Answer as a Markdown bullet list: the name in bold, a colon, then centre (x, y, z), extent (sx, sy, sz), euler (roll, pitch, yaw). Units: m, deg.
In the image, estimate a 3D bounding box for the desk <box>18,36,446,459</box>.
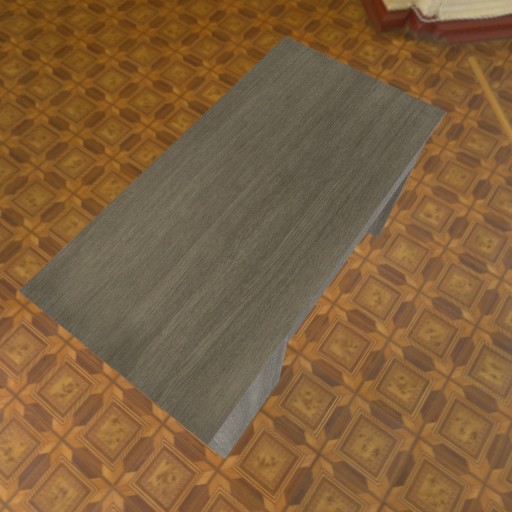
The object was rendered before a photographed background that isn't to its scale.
- **desk**: centre (0.000, 0.000, 1.477), extent (0.560, 0.735, 1.097), euler (33, 67, 16)
